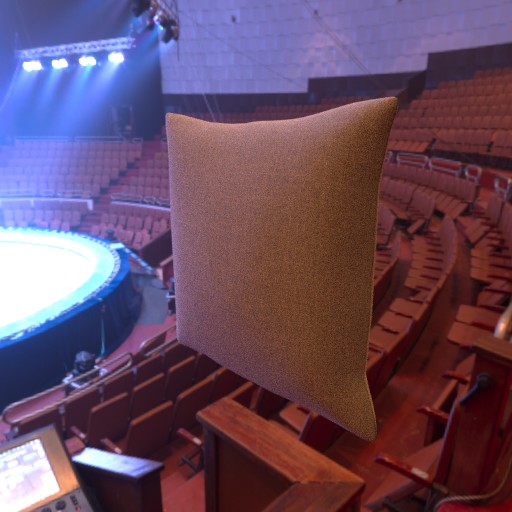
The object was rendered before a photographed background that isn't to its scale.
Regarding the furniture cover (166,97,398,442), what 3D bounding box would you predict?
[{"bbox_3d":[0.000,0.000,0.791,0.512,0.506,0.178,14,20,43],"label":"furniture cover"}]
